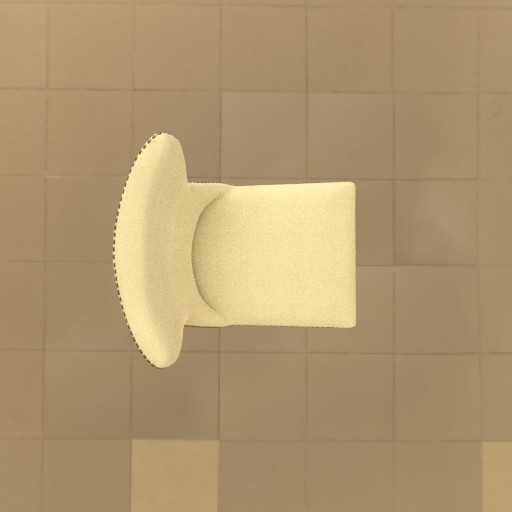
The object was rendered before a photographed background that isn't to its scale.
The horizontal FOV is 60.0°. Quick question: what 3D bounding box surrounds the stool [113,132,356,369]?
[{"bbox_3d":[0.000,0.000,1.451,0.606,1.123,0.494,0,89,0],"label":"stool"}]
